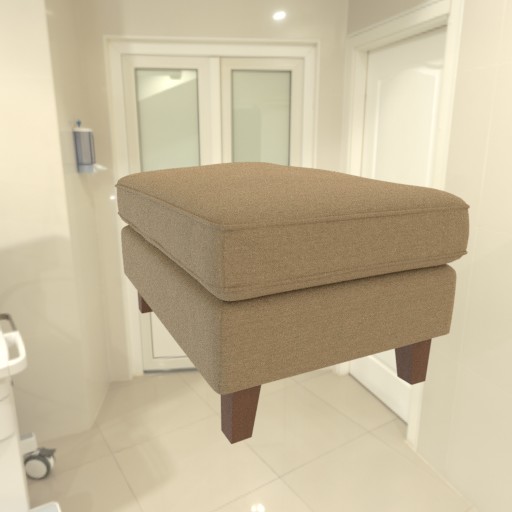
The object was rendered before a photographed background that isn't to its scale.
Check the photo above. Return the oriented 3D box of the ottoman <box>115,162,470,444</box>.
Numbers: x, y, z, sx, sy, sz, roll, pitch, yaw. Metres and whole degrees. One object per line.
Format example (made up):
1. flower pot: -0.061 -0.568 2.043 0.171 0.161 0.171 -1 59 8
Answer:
1. ottoman: 0.000 0.000 1.292 0.636 0.521 0.945 -7 16 -26
